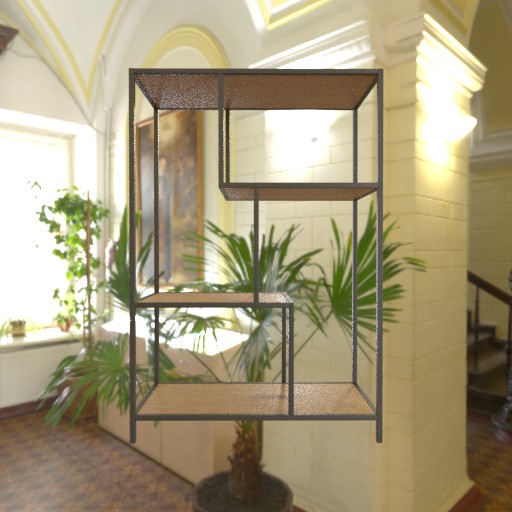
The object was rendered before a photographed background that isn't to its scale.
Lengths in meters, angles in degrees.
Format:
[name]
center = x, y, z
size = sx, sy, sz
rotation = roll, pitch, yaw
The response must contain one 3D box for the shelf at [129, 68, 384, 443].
[shelf]
center = 0.000, 0.000, 1.520
size = 0.770, 1.138, 0.350
rotation = 0, 1, 0
